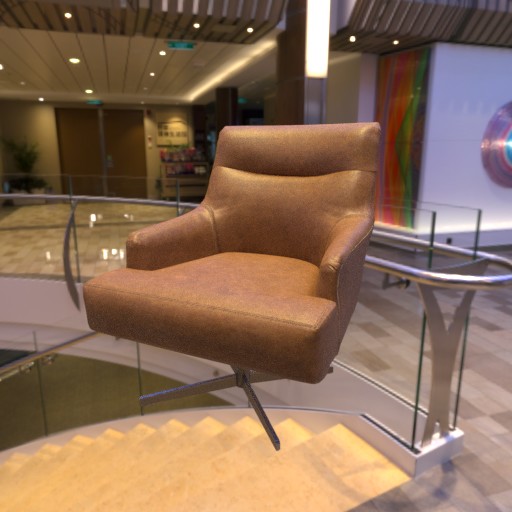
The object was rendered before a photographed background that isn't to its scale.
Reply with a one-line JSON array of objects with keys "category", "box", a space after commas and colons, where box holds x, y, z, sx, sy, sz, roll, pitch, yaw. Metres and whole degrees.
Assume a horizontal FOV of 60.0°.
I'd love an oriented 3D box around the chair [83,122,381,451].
[{"category": "chair", "box": [0.000, 0.000, 1.470, 0.729, 0.869, 0.874, 7, 15, 26]}]
